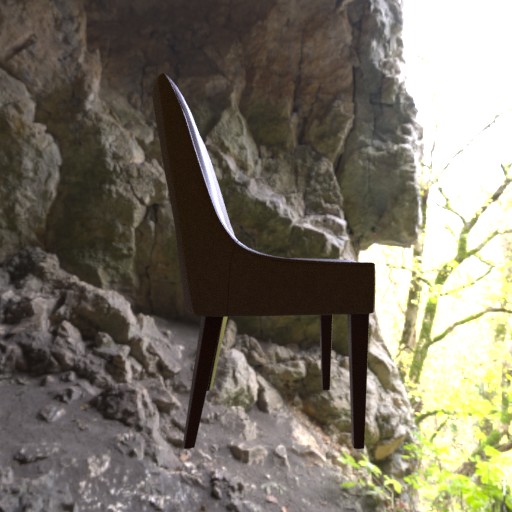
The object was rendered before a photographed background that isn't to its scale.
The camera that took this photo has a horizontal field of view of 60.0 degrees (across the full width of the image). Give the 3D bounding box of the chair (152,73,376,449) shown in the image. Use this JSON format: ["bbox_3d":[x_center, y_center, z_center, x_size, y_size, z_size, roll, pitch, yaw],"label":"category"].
[{"bbox_3d":[0.000,0.000,1.206,0.544,0.861,0.529,0,0,-1],"label":"chair"}]
